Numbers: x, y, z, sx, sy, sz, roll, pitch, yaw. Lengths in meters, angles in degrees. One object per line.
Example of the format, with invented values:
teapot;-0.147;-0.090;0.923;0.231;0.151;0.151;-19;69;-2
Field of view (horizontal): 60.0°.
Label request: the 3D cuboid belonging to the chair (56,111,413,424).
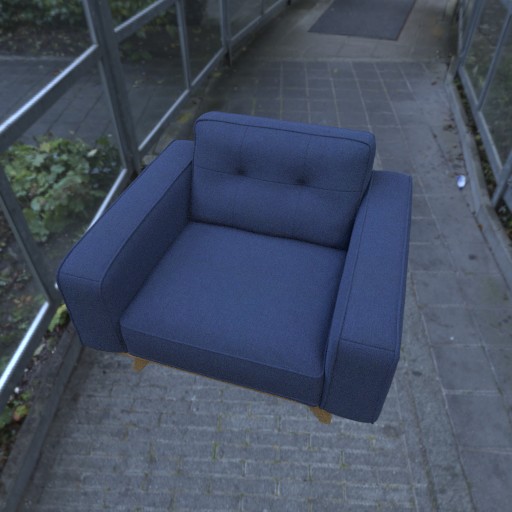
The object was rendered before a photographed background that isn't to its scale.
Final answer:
chair;0.000;0.000;1.749;1.118;0.783;0.953;12;43;13
